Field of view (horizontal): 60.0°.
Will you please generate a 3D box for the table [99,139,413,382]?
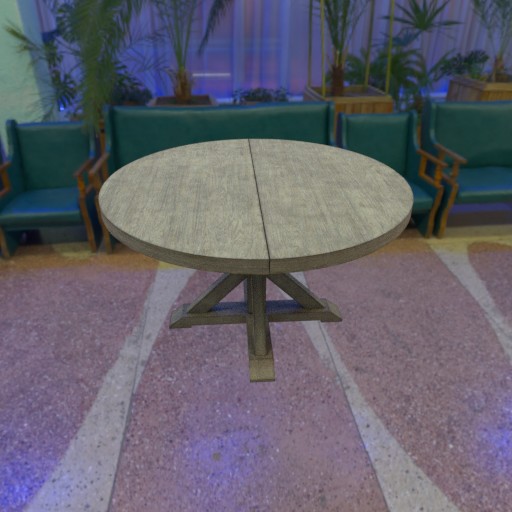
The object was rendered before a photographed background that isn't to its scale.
[{"bbox_3d":[0.000,0.000,2.198,1.363,0.781,1.363,0,31,0],"label":"table"}]
